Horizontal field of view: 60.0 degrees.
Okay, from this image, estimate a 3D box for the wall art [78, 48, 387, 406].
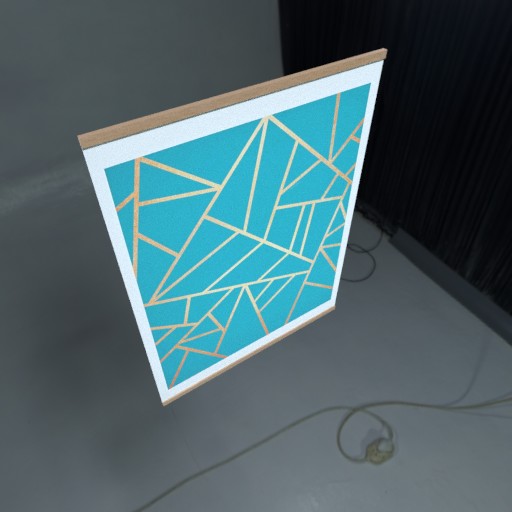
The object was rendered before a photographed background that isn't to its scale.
[{"bbox_3d":[0.000,0.000,1.298,0.758,1.016,0.013,-25,50,-23],"label":"wall art"}]
